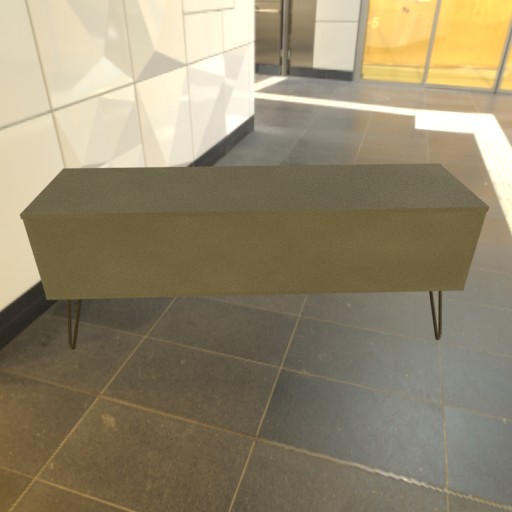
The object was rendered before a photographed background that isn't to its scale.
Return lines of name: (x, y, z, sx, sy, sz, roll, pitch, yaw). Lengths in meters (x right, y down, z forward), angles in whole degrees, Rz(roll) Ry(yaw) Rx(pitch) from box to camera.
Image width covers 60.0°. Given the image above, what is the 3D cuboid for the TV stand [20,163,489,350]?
TV stand: (0.000, 0.000, 1.637, 1.400, 0.560, 0.400, -1, 31, -2)
